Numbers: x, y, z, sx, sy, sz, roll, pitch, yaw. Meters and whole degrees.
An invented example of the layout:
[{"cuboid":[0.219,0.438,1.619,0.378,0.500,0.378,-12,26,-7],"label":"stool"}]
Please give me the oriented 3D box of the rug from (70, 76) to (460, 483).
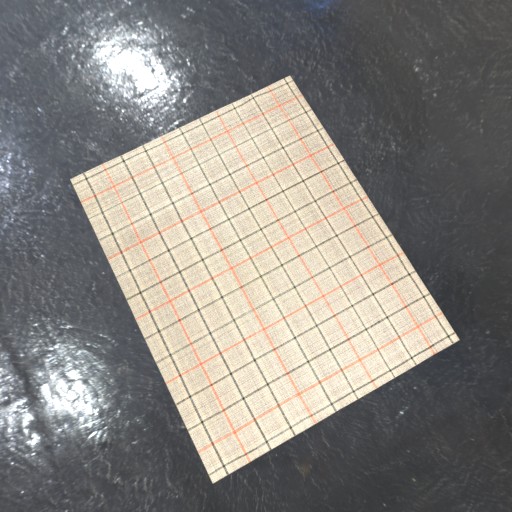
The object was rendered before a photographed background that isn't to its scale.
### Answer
[{"cuboid":[0.000,0.000,4.095,2.444,0.012,3.048,-28,77,-7],"label":"rug"}]
